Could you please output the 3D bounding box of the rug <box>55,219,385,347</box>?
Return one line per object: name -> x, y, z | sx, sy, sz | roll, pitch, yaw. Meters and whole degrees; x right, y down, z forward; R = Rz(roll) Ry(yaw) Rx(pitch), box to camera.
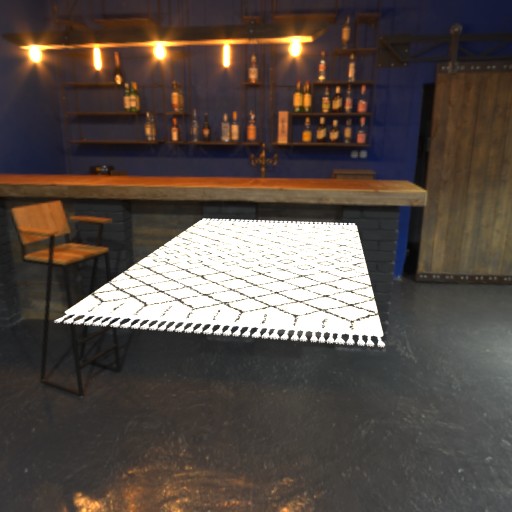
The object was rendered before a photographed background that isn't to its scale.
rug -> 0.000, 0.000, 2.493 | 1.196, 0.008, 2.006 | 3, 16, 9
